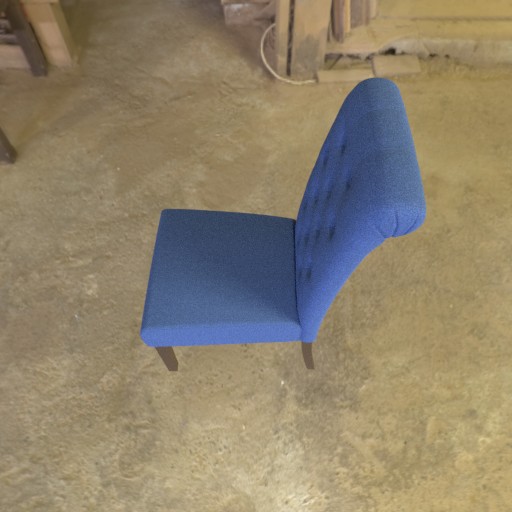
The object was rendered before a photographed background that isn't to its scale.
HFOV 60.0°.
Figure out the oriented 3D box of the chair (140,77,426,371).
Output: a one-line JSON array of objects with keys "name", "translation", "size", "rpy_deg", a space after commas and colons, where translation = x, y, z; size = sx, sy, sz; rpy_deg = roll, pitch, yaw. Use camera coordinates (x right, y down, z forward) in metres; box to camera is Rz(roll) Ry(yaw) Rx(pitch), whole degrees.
[{"name": "chair", "translation": [0.000, 0.000, 1.340], "size": [0.671, 1.006, 0.456], "rpy_deg": [1, 58, 1]}]
